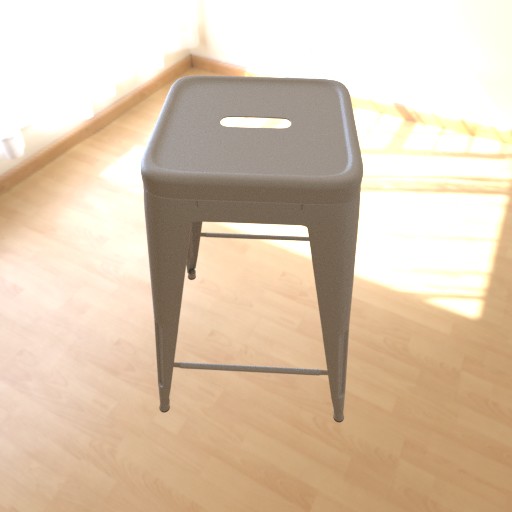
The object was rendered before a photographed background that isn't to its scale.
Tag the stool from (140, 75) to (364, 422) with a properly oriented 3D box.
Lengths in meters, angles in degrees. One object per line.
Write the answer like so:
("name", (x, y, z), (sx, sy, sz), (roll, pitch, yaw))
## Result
("stool", (0.000, 0.000, 0.899), (0.410, 0.608, 0.410), (2, 47, 2))
